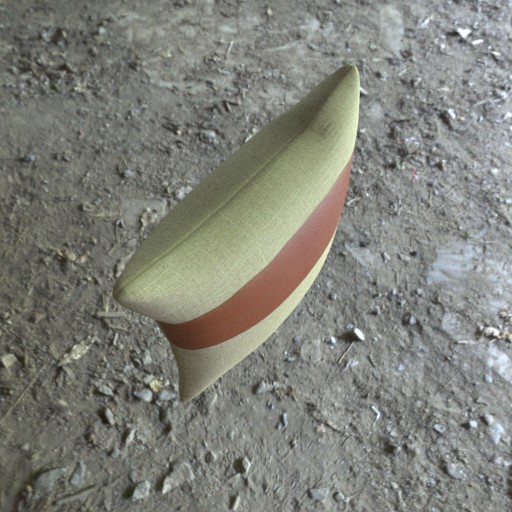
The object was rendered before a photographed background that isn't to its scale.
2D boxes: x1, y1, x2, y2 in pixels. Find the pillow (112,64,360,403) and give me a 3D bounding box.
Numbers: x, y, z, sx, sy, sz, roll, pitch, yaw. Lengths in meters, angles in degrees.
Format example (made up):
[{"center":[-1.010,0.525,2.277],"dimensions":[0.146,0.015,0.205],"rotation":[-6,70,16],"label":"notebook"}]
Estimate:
[{"center":[0.000,0.000,0.645],"dimensions":[0.173,0.399,0.414],"rotation":[33,64,19],"label":"pillow"}]
